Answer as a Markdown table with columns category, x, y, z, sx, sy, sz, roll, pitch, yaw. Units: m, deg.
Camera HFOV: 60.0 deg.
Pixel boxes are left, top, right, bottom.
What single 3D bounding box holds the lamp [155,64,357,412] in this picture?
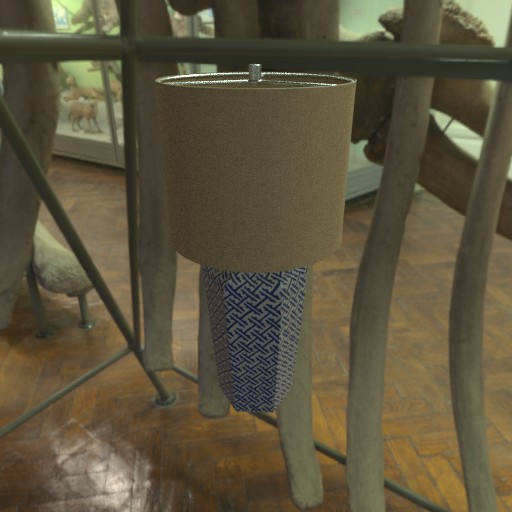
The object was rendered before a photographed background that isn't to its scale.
| category | x | y | z | sx | sy | sz | roll | pitch | yaw |
| --- | --- | --- | --- | --- | --- | --- | --- | --- | --- |
| lamp | 0.000 | 0.000 | 0.860 | 0.320 | 0.682 | 0.320 | 18 | 31 | 32 |
